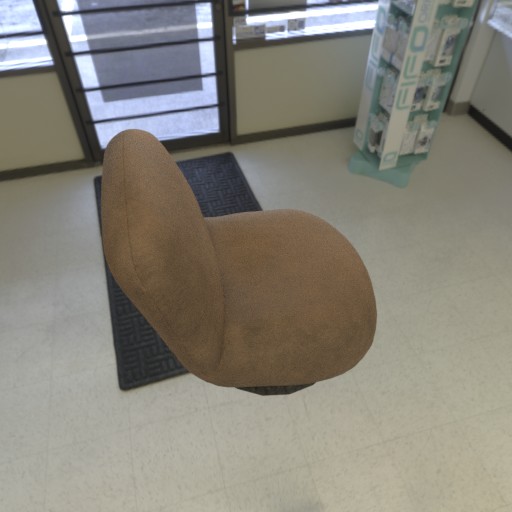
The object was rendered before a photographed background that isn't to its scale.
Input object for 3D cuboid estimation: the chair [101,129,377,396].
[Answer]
[{"bbox_3d":[0.000,0.000,1.043,0.597,0.594,0.521,-9,47,-9],"label":"chair"}]
